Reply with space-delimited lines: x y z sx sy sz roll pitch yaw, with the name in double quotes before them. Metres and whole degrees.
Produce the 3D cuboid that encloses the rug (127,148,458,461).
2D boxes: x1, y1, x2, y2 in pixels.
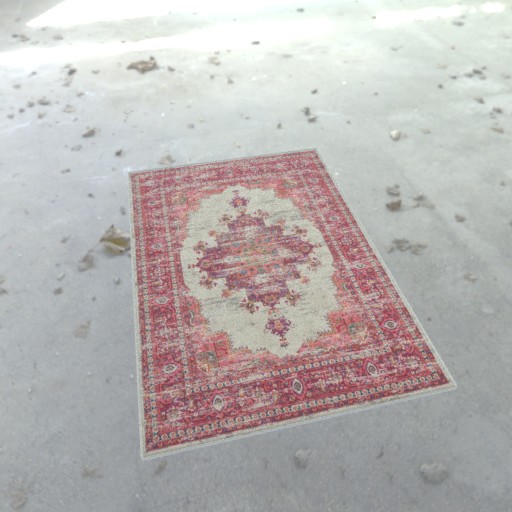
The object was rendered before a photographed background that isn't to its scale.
"rug" 0.000 0.000 2.222 1.217 0.011 1.747 -9 47 -9
